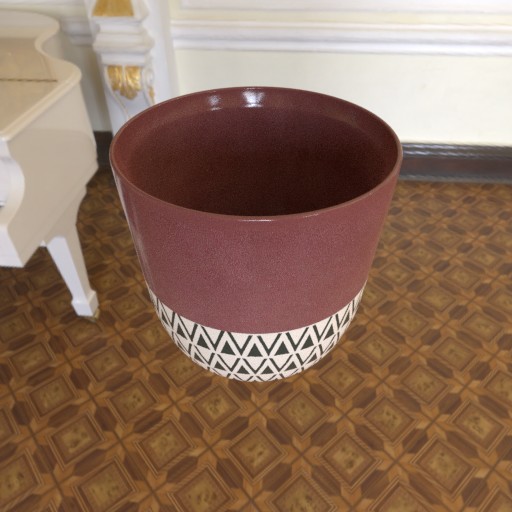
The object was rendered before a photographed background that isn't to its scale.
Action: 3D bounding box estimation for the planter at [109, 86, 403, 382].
[{"bbox_3d":[0.000,0.000,0.371,0.195,0.214,0.195,0,40,0],"label":"planter"}]
